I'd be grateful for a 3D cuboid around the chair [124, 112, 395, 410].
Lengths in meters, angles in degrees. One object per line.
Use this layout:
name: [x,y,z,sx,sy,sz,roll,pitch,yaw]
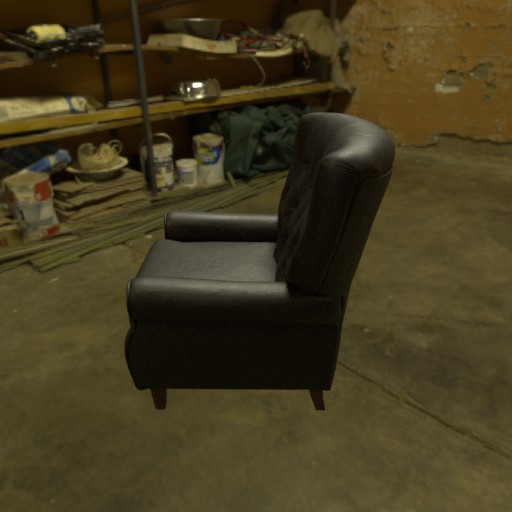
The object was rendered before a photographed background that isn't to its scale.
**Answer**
chair: [0.000,0.000,1.967,1.058,1.158,0.948,0,26,0]
